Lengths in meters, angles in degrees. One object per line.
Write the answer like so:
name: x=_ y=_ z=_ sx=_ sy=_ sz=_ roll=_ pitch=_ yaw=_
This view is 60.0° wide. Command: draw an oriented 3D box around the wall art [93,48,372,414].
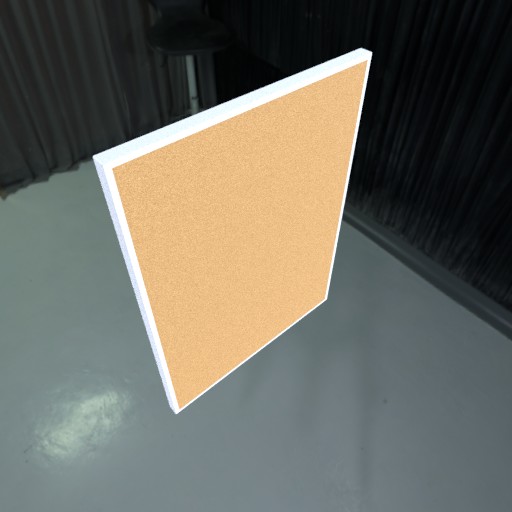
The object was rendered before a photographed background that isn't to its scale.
wall art: x=0.000 y=0.000 z=1.607 sx=0.914 sy=1.221 sz=0.046 roll=-32 pitch=54 yaw=-27
